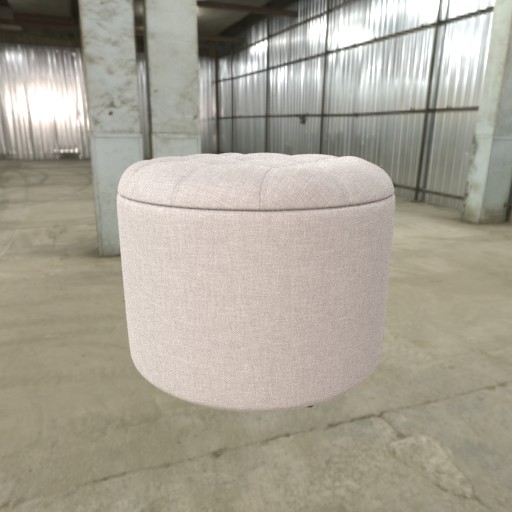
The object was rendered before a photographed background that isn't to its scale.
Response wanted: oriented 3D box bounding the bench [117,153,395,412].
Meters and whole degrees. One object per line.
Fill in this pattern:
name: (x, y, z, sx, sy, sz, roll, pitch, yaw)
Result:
bench: (0.000, 0.000, 1.033, 0.600, 0.453, 0.600, 0, 16, 0)
